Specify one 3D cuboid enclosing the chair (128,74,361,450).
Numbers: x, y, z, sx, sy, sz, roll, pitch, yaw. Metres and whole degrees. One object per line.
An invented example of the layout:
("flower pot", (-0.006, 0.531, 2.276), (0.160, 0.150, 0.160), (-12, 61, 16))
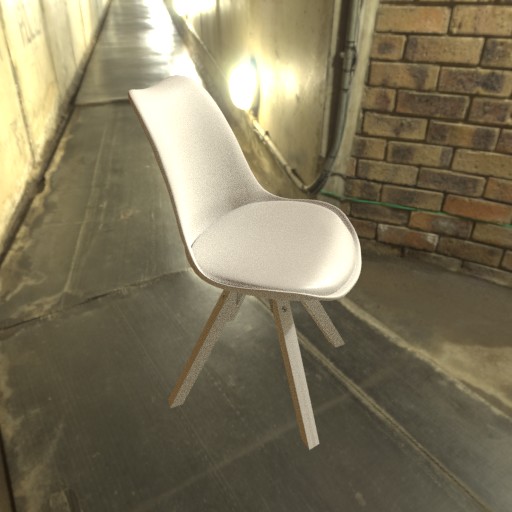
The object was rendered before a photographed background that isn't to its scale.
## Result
("chair", (0.000, 0.000, 1.186), (0.550, 0.850, 0.485), (10, 33, 16))
